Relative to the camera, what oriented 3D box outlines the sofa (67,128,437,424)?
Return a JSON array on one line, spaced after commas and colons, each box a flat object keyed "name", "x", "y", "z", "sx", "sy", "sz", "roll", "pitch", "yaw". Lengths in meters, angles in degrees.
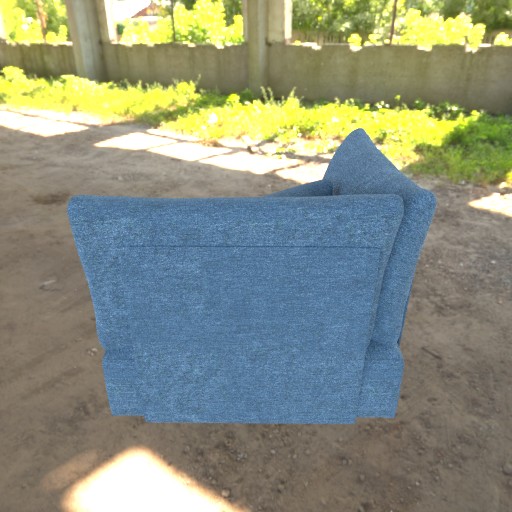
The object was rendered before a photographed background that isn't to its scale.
[{"name": "sofa", "x": 0.000, "y": 0.000, "z": 1.745, "sx": 1.000, "sy": 0.820, "sz": 1.000, "roll": 0, "pitch": 27, "yaw": 1}]
